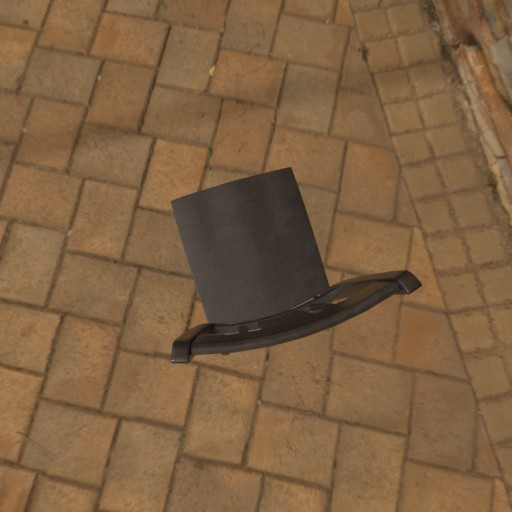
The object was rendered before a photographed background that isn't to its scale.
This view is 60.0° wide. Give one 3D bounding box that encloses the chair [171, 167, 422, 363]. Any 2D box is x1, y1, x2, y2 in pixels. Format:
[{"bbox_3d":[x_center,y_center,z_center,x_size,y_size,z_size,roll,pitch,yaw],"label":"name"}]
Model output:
[{"bbox_3d":[0.000,0.000,1.294,0.450,0.998,0.555,-17,77,-4],"label":"chair"}]
